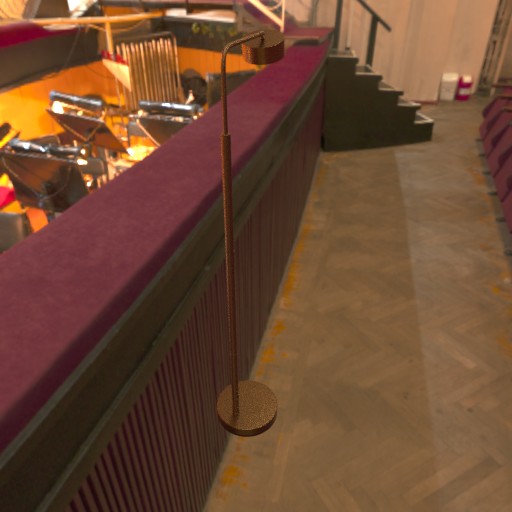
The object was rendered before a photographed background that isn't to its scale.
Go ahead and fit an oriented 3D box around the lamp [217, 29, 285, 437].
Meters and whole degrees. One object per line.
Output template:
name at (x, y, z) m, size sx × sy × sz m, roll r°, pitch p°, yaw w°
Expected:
lamp at (0.000, 0.000, 1.381) m, size 0.219 × 1.230 × 0.418 m, roll 10°, pitch 34°, yaw 16°
